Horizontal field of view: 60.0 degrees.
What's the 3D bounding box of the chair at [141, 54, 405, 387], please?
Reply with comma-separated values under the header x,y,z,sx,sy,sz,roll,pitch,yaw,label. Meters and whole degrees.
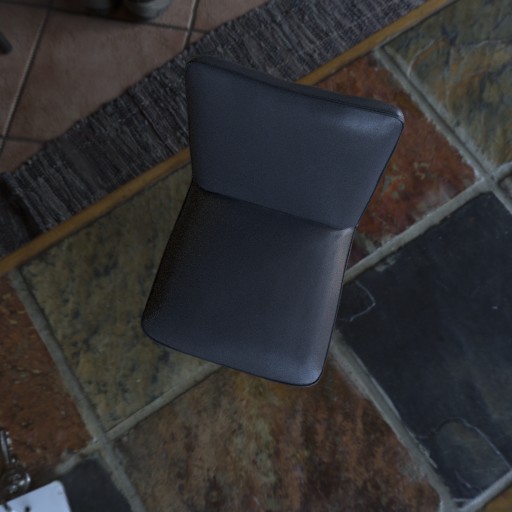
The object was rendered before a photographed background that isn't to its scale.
x,y,z,sx,sy,sz,roll,pitch,yaw,label
0.000,0.000,1.240,0.543,0.801,0.645,12,76,3,chair
